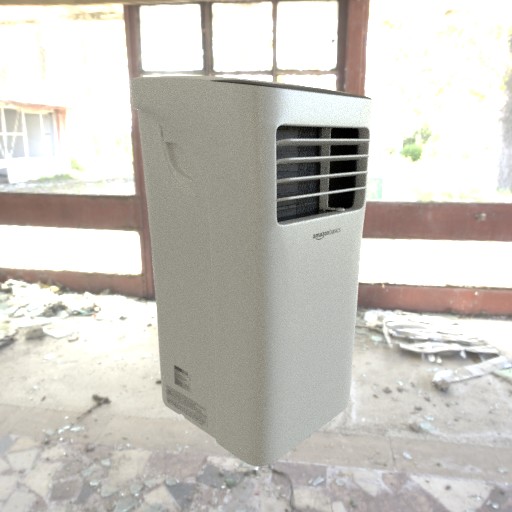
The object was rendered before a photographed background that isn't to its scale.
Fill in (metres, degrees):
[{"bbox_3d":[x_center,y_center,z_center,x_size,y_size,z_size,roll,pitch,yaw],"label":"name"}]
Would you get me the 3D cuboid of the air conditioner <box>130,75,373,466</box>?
[{"bbox_3d":[0.000,0.000,0.928,0.369,0.716,0.352,14,20,43],"label":"air conditioner"}]
